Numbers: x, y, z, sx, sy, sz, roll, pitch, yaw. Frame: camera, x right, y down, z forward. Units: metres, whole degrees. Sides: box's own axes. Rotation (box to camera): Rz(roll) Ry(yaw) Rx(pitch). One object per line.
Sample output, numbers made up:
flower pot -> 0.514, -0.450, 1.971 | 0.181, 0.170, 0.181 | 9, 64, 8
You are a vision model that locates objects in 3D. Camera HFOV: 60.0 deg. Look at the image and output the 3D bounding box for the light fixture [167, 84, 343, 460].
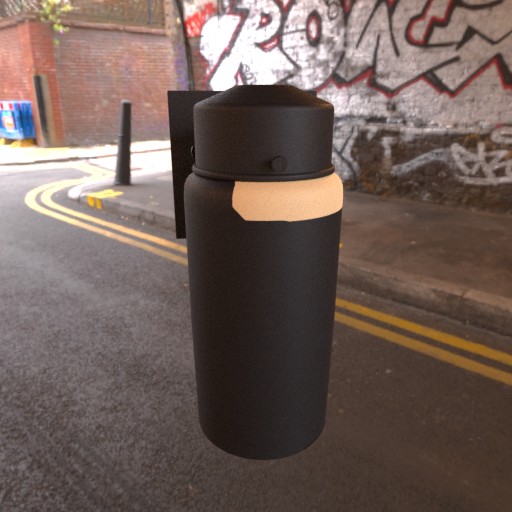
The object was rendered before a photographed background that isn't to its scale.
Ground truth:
light fixture -> 0.000, 0.000, 0.361 | 0.130, 0.257, 0.176 | -3, 19, -8
